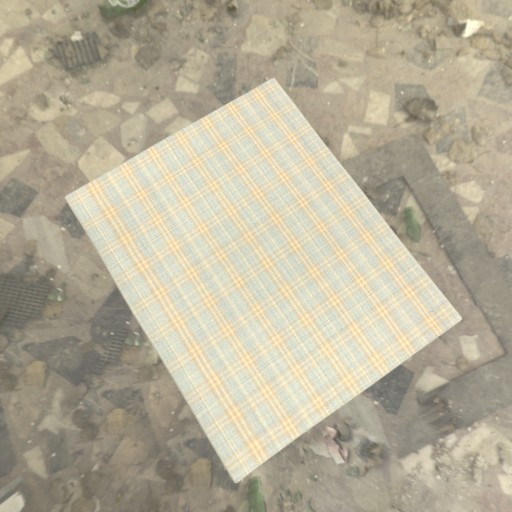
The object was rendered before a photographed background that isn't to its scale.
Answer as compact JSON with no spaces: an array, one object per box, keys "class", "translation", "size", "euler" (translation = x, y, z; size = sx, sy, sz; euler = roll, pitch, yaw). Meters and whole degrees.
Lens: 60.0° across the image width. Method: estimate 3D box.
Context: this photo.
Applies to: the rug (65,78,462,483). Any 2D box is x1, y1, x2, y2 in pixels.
[{"class":"rug","translation":[0.000,0.000,4.166],"size":[2.462,0.030,3.066],"euler":[-33,78,-8]}]
